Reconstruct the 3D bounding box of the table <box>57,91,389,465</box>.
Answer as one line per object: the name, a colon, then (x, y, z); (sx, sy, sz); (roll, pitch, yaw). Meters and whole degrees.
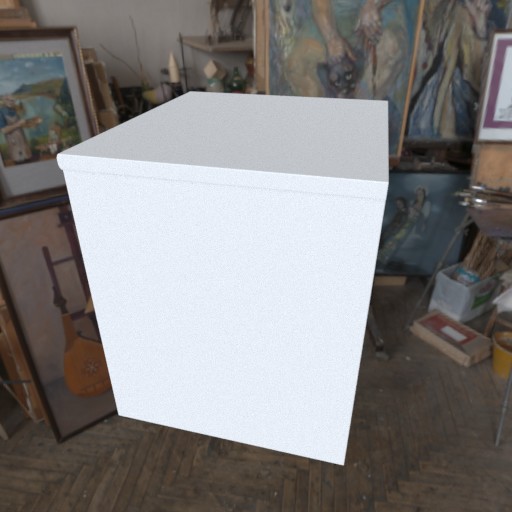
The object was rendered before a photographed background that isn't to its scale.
table: (0.000, 0.000, 0.773); (0.380, 0.460, 0.420); (7, 31, 12)
